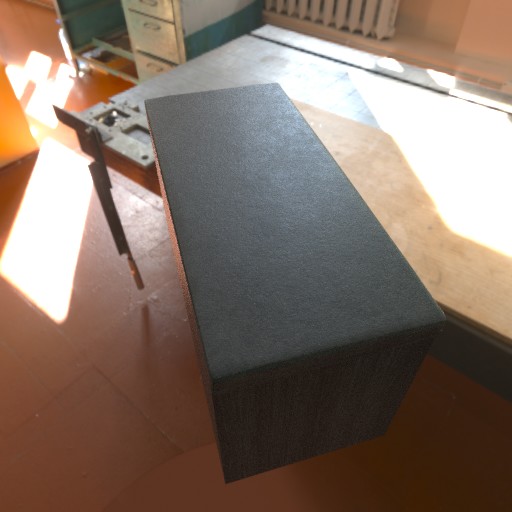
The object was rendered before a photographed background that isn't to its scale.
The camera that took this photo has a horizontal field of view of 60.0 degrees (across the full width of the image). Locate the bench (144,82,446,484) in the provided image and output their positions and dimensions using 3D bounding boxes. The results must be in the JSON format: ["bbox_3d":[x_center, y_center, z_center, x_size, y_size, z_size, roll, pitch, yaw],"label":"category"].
[{"bbox_3d":[0.000,0.000,1.164,0.401,0.501,0.905,-12,47,-11],"label":"bench"}]
